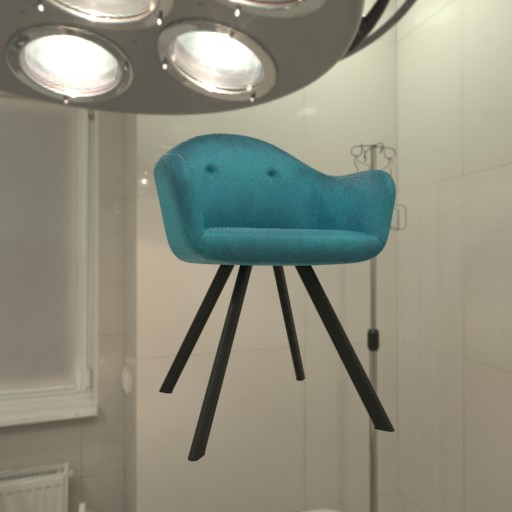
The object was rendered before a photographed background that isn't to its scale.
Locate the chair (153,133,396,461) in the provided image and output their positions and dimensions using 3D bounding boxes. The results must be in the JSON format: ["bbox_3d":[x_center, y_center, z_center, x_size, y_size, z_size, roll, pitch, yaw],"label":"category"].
[{"bbox_3d":[0.000,0.000,1.179,0.540,0.780,0.570,0,-1,-19],"label":"chair"}]
